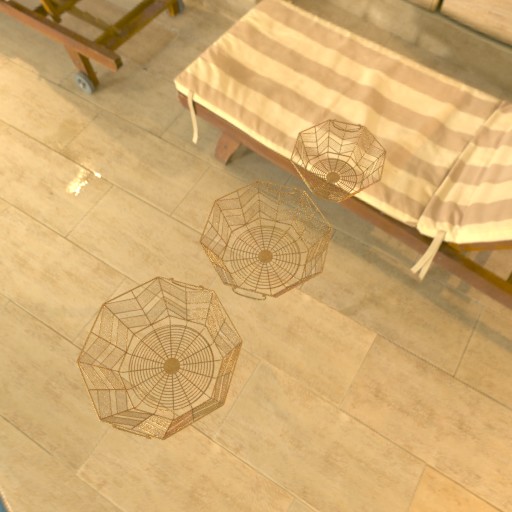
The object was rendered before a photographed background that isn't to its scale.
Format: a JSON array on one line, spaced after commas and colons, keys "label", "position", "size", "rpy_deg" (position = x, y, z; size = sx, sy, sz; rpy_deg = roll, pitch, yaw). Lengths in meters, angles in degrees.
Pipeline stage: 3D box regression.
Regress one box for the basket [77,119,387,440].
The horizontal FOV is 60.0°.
[{"label": "basket", "position": [0.000, 0.000, 1.377], "size": [0.432, 0.178, 1.245], "rpy_deg": [35, 69, 16]}]
